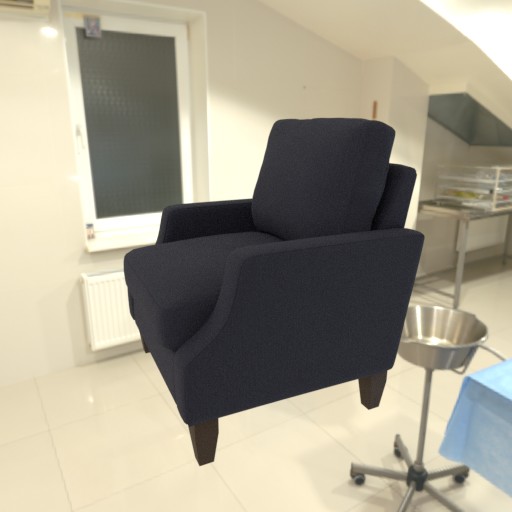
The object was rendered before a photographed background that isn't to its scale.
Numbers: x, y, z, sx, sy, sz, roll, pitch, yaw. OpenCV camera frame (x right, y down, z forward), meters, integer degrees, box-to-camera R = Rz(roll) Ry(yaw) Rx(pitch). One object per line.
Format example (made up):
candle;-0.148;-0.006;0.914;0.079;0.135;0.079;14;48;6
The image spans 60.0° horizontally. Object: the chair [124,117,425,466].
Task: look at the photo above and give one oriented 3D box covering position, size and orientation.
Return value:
chair;0.000;0.000;1.661;0.897;0.991;0.855;-8;18;-24
